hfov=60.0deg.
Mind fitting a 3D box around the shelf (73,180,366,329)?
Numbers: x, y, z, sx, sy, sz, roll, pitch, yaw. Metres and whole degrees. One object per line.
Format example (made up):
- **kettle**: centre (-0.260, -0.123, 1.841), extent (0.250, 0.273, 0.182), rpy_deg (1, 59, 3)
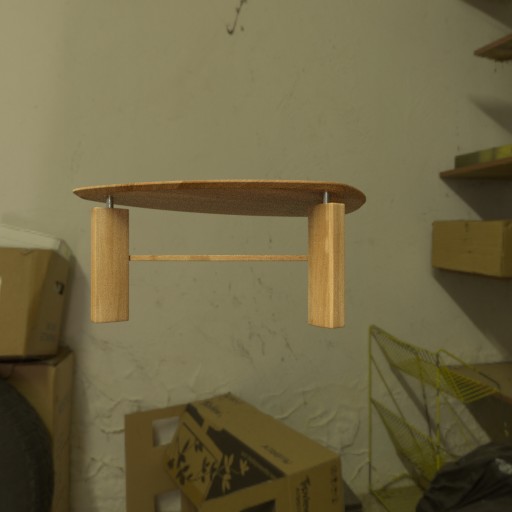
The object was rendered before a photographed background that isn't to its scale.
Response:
- **shelf**: centre (0.000, 0.000, 1.685), extent (1.240, 0.439, 0.863), rpy_deg (0, 0, -35)
